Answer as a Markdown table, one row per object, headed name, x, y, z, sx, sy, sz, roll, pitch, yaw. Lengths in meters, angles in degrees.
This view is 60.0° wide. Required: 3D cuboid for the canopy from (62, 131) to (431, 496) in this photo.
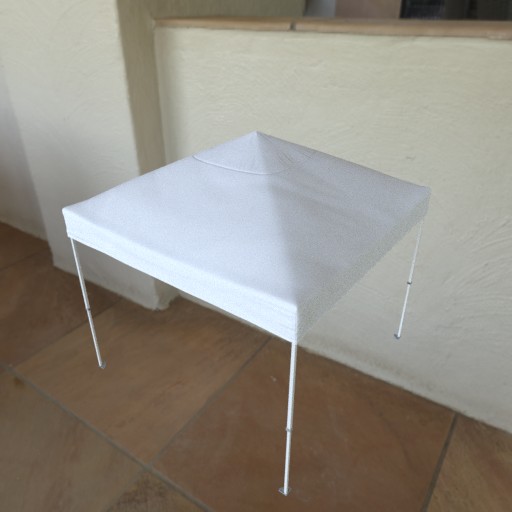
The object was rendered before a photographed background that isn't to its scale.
| name | x | y | z | sx | sy | sz | roll | pitch | yaw |
| --- | --- | --- | --- | --- | --- | --- | --- | --- | --- |
| canopy | 0.000 | 0.000 | 5.362 | 2.998 | 2.997 | 2.996 | 20 | 35 | 31 |
